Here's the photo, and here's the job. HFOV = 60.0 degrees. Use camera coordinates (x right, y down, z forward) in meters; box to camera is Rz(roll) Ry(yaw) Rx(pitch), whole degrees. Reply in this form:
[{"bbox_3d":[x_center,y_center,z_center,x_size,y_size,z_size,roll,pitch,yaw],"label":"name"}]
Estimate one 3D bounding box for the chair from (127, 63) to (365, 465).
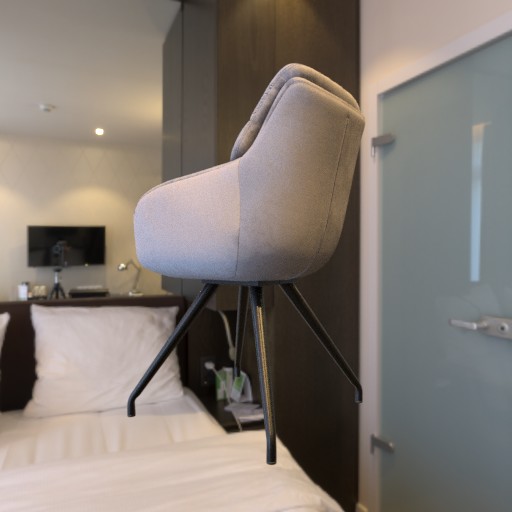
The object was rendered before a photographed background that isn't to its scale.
[{"bbox_3d":[0.000,0.000,1.271,0.569,0.888,0.579,0,1,36],"label":"chair"}]
